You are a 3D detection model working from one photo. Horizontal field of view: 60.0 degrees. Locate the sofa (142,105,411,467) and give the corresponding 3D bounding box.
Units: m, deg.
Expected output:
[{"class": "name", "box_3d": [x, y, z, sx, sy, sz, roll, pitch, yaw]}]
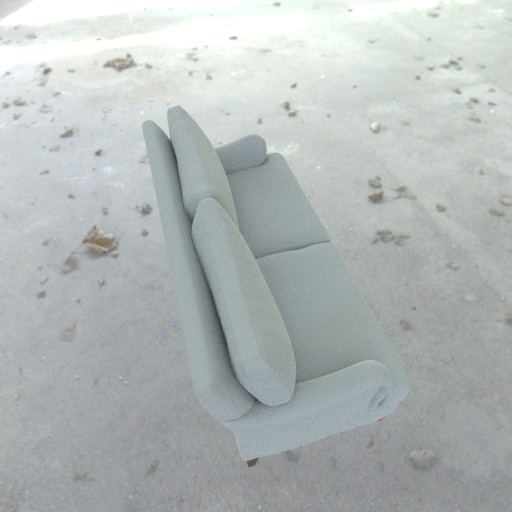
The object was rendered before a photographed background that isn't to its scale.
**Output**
[{"class": "sofa", "box_3d": [0.000, 0.000, 2.795, 1.069, 1.096, 2.193, -12, 48, -11]}]
